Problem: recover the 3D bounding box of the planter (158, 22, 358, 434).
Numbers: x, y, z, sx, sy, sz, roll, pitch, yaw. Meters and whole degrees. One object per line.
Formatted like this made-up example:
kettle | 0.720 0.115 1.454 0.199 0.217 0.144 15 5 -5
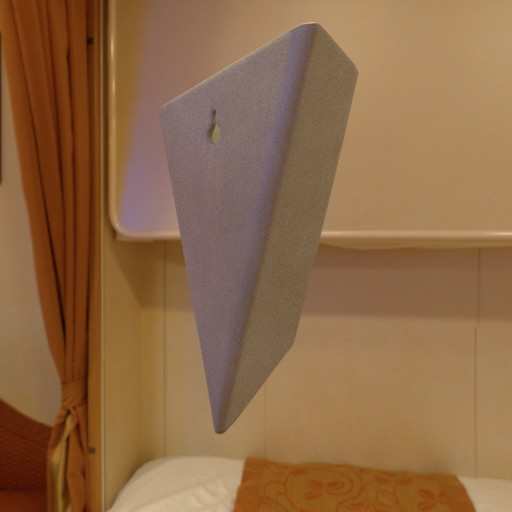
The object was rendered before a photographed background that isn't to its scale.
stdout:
planter | 0.000 0.000 0.260 0.060 0.197 0.150 0 1 -37
